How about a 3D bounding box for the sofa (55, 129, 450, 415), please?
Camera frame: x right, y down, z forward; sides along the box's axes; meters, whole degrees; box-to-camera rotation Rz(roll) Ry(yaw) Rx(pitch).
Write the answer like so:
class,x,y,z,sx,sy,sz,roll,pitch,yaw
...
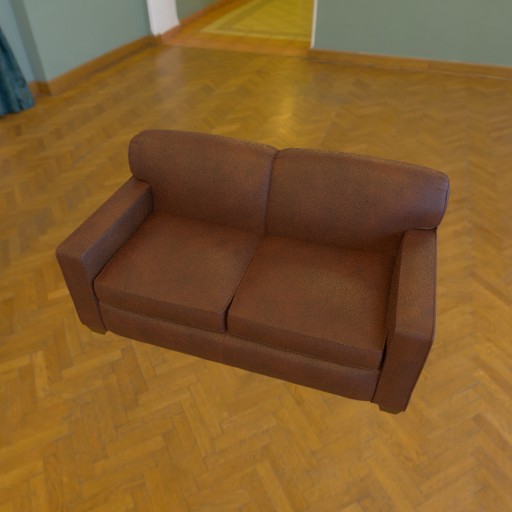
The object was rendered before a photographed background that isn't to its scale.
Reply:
class,x,y,z,sx,sy,sz,roll,pitch,yaw
sofa,0.000,0.000,2.443,1.856,0.966,1.000,12,41,14
